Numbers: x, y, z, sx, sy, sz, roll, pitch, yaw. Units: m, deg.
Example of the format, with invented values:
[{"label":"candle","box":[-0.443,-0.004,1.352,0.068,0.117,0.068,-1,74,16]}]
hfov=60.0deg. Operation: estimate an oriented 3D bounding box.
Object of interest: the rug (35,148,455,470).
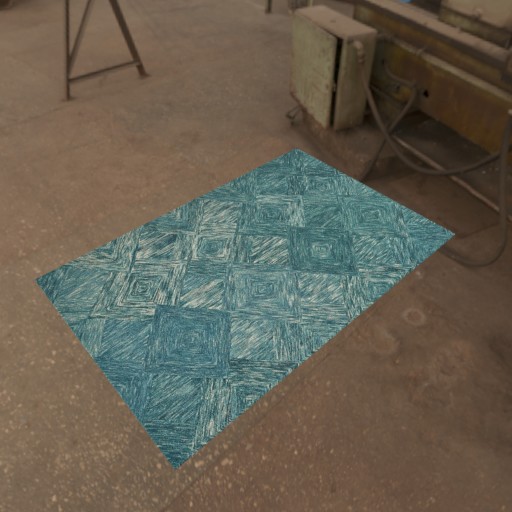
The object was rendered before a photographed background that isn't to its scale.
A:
[{"label":"rug","box":[0.000,0.000,2.843,2.277,0.015,1.490,-32,53,-29]}]
